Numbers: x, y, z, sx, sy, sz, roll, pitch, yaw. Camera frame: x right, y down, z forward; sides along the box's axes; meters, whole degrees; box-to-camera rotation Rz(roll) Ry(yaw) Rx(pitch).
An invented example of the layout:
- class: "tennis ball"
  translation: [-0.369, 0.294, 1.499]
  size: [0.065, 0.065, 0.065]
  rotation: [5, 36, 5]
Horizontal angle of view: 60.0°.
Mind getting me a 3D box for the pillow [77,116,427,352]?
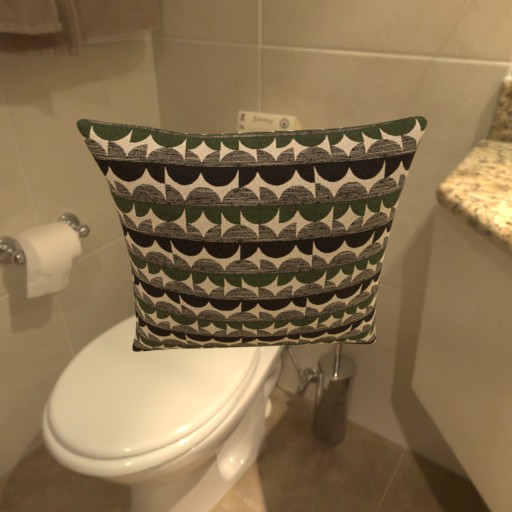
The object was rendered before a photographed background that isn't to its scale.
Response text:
- class: "pillow"
  translation: [0.000, 0.000, 0.640]
  size: [0.419, 0.404, 0.180]
  rotation: [-1, 31, -2]
